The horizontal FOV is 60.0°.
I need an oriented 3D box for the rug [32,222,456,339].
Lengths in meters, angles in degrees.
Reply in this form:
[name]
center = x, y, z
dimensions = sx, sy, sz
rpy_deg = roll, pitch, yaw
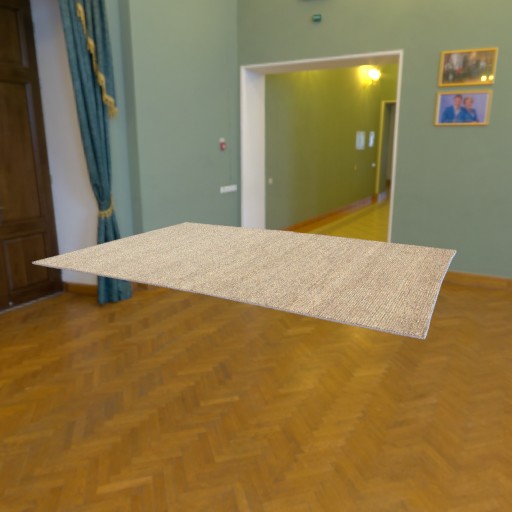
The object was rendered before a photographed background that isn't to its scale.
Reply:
[rug]
center = 0.000, 0.000, 2.934
dimensions = 2.342, 0.030, 1.609
rpy_deg = 8, 16, 27
